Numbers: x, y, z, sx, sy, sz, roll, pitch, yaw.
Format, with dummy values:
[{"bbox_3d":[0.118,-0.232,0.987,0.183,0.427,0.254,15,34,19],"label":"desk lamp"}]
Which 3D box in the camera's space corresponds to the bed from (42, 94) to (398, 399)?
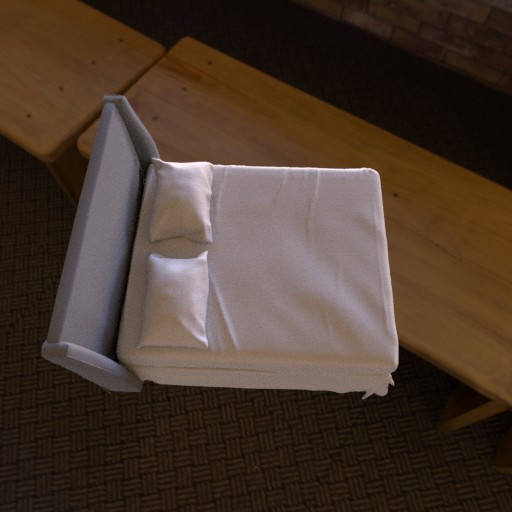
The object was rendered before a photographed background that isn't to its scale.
[{"bbox_3d":[0.000,0.000,3.352,2.276,1.332,1.925,2,65,1],"label":"bed"}]
